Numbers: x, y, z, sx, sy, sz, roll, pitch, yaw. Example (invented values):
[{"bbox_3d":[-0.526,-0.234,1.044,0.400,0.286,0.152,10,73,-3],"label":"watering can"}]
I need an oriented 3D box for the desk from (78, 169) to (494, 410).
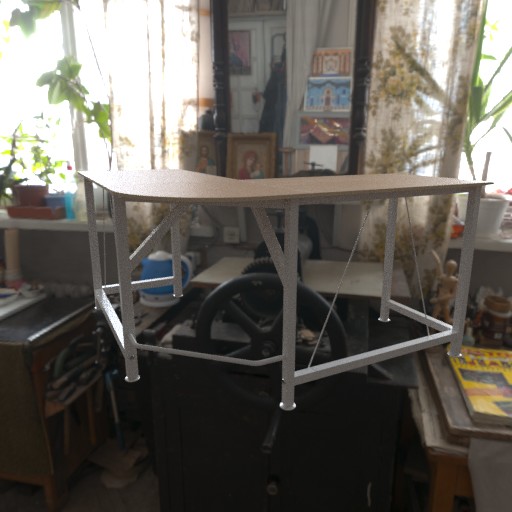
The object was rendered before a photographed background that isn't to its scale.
[{"bbox_3d":[0.000,0.000,2.140,1.400,0.762,1.400,-7,16,-26],"label":"desk"}]
